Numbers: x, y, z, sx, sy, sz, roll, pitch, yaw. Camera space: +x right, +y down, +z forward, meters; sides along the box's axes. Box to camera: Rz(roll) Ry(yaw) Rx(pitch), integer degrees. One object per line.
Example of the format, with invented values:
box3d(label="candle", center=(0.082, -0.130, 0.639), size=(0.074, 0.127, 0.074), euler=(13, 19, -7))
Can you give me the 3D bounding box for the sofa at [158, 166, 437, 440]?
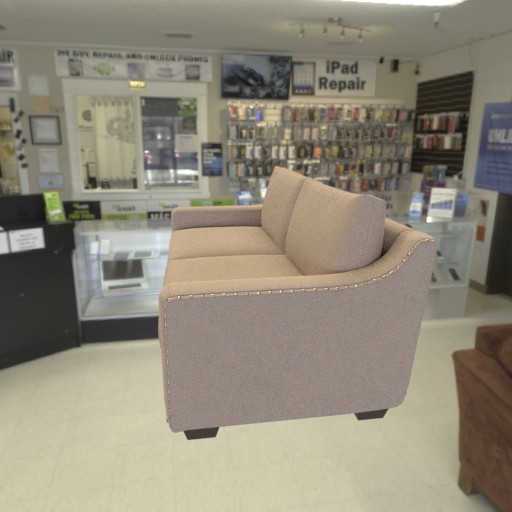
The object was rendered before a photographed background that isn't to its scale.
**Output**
box3d(label="sofa", center=(0.000, 0.000, 2.535), size=(1.030, 0.901, 1.967), euler=(-2, 15, -9))
